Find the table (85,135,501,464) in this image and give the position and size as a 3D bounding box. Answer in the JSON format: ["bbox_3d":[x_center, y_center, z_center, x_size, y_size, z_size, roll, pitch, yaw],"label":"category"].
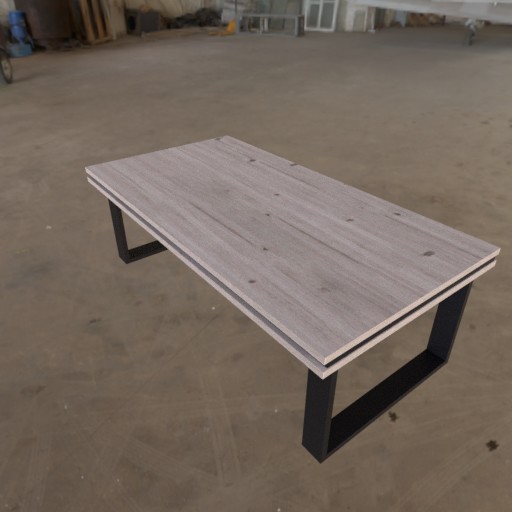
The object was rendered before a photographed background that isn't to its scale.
[{"bbox_3d":[0.000,0.000,1.639,0.700,0.450,1.350,-22,38,-31],"label":"table"}]
